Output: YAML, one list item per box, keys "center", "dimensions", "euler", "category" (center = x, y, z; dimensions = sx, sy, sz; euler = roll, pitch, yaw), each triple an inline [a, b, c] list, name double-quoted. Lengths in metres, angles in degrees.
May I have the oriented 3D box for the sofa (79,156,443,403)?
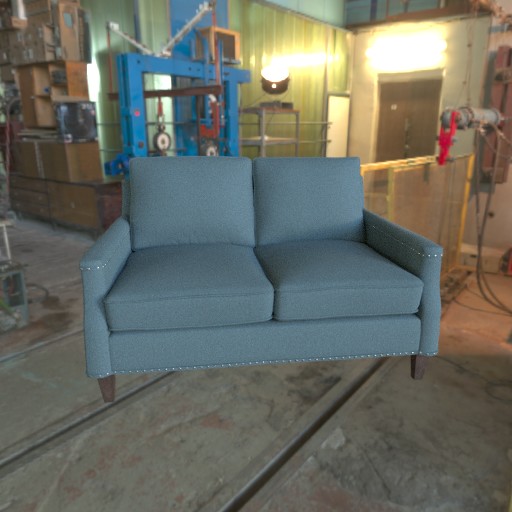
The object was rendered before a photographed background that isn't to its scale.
- center: [0.000, 0.000, 2.366]
  dimensions: [1.597, 1.003, 1.084]
  euler: [-2, 17, -7]
  category: "sofa"
